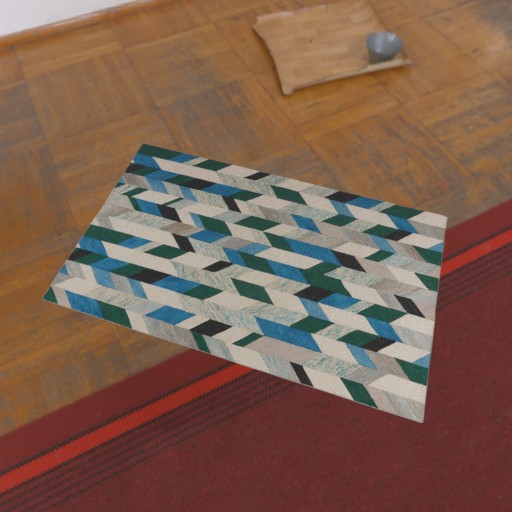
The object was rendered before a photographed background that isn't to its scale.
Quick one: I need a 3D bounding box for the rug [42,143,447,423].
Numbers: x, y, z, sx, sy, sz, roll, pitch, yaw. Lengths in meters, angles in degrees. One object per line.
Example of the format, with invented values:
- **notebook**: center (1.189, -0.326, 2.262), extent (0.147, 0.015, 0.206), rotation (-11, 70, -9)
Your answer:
- **rug**: center (0.000, 0.000, 3.033), extent (2.433, 0.007, 1.507), rotation (15, 59, 10)
